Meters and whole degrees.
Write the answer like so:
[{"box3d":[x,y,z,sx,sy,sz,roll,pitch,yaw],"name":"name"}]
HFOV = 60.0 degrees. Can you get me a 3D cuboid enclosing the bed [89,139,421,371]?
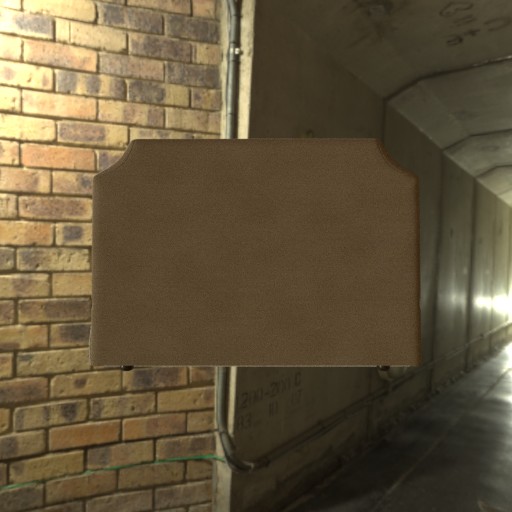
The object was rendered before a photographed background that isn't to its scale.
[{"box3d":[0.000,0.000,3.668,1.977,1.293,2.498,0,0,0],"name":"bed"}]
